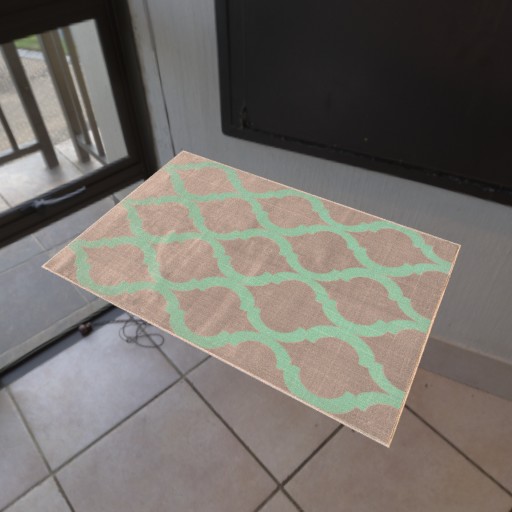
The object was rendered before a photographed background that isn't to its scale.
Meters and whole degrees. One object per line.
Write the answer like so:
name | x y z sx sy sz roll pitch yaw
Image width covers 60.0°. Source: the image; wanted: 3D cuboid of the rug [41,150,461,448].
rug | 0.000 0.000 2.896 2.286 0.006 1.524 22 50 20
